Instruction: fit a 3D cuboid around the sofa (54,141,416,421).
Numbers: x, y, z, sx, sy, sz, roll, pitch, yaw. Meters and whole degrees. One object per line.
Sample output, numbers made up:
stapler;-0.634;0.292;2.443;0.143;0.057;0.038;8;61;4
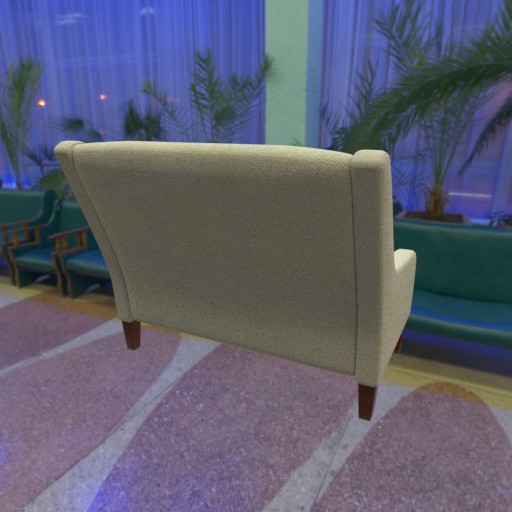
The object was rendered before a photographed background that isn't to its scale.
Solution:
sofa;0.000;0.000;1.901;1.212;0.976;0.946;9;19;26
